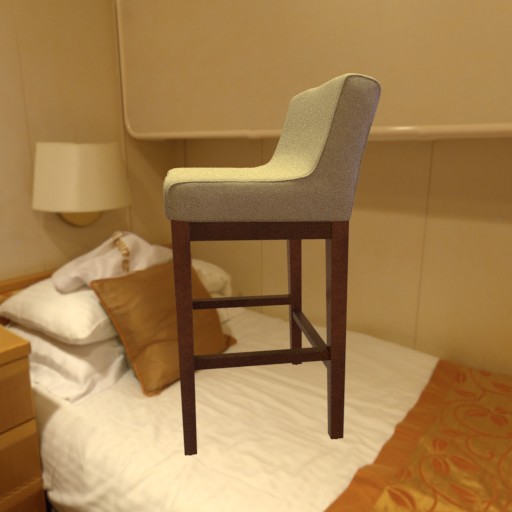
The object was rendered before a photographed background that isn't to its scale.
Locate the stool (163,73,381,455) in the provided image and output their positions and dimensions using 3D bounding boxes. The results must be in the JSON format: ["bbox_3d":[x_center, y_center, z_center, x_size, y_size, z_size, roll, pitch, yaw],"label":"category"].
[{"bbox_3d":[0.000,0.000,1.285,0.500,0.937,0.511,-2,14,-9],"label":"stool"}]
